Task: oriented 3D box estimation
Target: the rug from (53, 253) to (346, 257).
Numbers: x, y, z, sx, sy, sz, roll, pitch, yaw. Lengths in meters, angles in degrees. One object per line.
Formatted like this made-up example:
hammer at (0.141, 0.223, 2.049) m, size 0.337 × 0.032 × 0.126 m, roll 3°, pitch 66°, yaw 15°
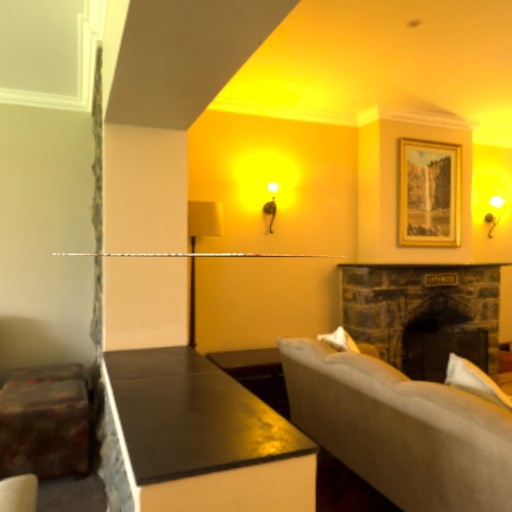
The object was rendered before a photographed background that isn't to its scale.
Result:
rug at (0.000, 0.000, 2.668) m, size 0.771 × 0.009 × 2.443 m, roll 0°, pitch 0°, yaw 19°
